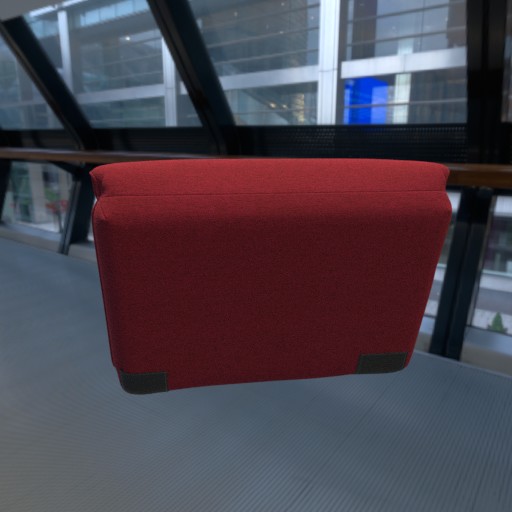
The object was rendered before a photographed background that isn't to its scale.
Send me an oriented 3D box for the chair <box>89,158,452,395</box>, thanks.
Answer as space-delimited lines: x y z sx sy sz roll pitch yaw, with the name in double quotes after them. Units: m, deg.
0.000 0.000 1.331 0.820 0.580 0.780 -2 14 -10 "chair"
